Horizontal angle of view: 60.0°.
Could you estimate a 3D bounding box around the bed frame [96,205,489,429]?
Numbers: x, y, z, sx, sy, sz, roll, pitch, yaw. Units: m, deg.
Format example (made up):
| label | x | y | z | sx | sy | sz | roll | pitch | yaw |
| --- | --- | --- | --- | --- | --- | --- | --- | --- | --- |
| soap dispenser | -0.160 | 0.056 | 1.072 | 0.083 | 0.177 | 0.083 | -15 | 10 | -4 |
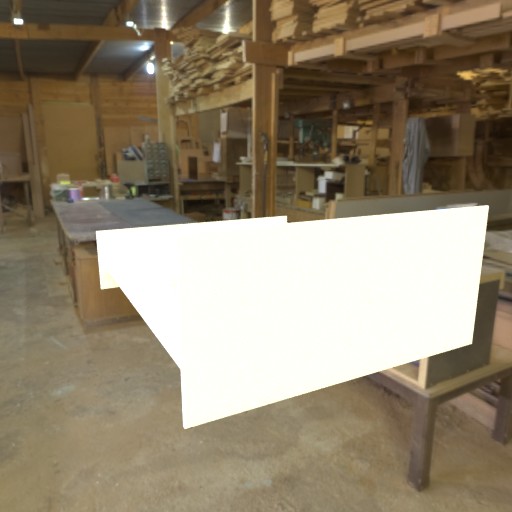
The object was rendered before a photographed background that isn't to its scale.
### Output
| label | x | y | z | sx | sy | sz | roll | pitch | yaw |
| --- | --- | --- | --- | --- | --- | --- | --- | --- | --- |
| bed frame | 0.000 | 0.000 | 2.952 | 1.720 | 0.800 | 2.060 | -7 | 15 | -27 |
